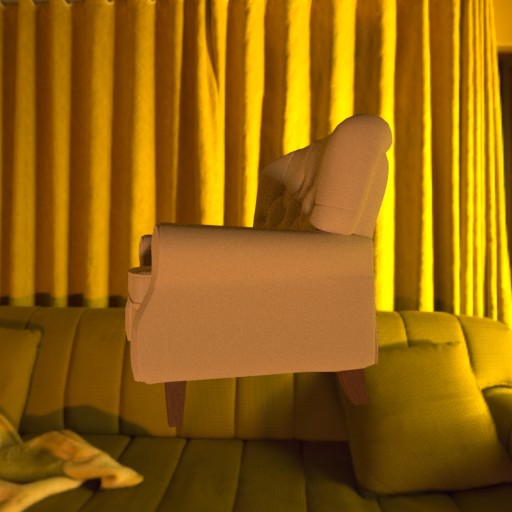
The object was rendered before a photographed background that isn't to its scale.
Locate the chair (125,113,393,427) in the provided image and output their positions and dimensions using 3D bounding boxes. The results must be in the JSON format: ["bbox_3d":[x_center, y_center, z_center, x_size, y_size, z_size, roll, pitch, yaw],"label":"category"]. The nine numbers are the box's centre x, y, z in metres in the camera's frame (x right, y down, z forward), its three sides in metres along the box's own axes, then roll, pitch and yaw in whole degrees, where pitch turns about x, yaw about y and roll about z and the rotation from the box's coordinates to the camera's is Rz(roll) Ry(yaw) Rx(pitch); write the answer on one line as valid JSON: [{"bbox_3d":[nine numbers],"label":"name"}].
[{"bbox_3d":[0.000,0.000,2.030,1.132,1.169,1.035,0,0,-18],"label":"chair"}]
